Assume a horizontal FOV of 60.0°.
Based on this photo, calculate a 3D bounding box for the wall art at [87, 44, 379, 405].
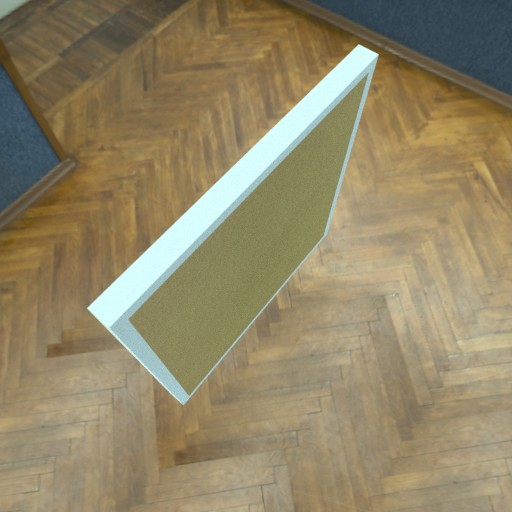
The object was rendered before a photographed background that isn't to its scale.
[{"bbox_3d":[0.000,0.000,0.460,0.020,0.307,0.307,36,68,16],"label":"wall art"}]
